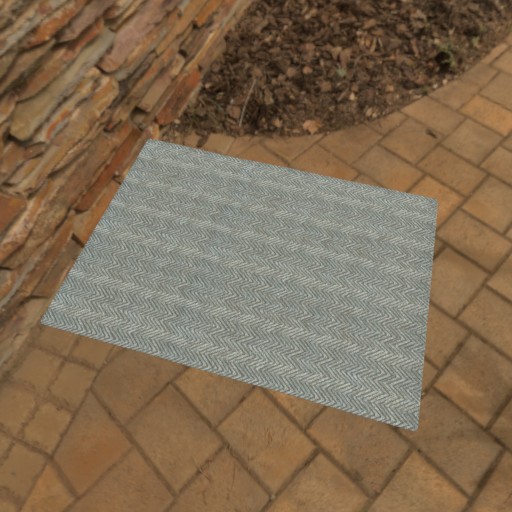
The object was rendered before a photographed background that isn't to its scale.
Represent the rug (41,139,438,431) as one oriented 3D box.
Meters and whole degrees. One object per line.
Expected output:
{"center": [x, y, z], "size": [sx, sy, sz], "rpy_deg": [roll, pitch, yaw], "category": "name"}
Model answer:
{"center": [0.000, 0.000, 5.154], "size": [3.957, 0.011, 2.894], "rpy_deg": [14, 59, 8], "category": "rug"}
